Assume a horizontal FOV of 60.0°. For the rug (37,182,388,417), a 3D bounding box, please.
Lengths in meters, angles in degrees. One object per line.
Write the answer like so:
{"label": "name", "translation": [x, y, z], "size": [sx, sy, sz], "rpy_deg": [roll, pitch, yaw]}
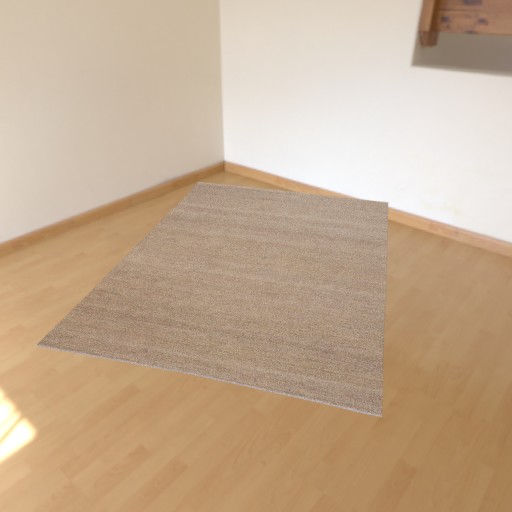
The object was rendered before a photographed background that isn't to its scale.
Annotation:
{"label": "rug", "translation": [0.000, 0.000, 4.306], "size": [2.467, 0.046, 3.245], "rpy_deg": [8, 32, 13]}
